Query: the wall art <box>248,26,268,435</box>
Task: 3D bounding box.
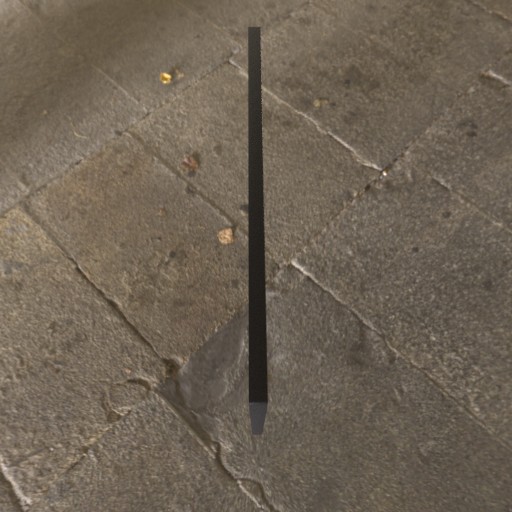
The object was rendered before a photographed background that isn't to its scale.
[{"bbox_3d":[0.000,0.000,0.731,0.018,0.450,0.521,0,65,0],"label":"wall art"}]
